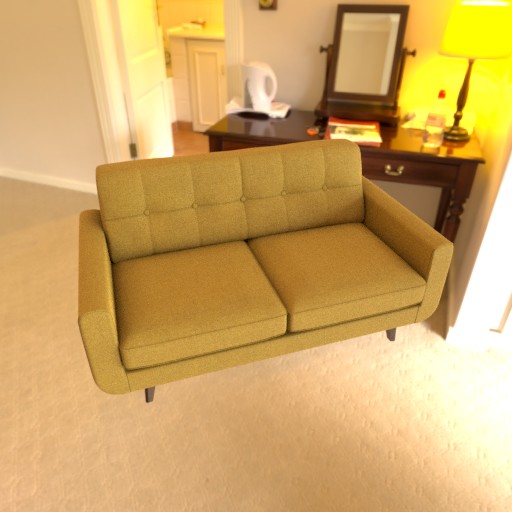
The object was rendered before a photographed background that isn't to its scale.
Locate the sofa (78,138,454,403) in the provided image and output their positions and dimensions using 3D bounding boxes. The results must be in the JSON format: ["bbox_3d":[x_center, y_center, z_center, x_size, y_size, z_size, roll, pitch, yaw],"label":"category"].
[{"bbox_3d":[0.000,0.000,2.214,1.631,0.841,0.909,-10,34,-15],"label":"sofa"}]
